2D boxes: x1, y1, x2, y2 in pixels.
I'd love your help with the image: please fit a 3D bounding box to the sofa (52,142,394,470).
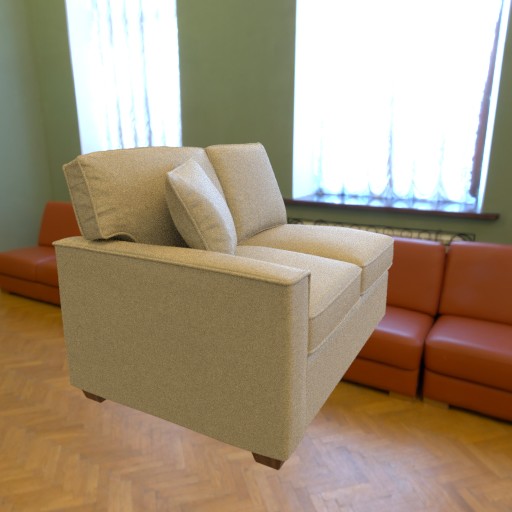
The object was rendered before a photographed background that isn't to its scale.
[{"bbox_3d":[0.000,0.000,2.025,0.991,0.989,1.388,8,17,27],"label":"sofa"}]
